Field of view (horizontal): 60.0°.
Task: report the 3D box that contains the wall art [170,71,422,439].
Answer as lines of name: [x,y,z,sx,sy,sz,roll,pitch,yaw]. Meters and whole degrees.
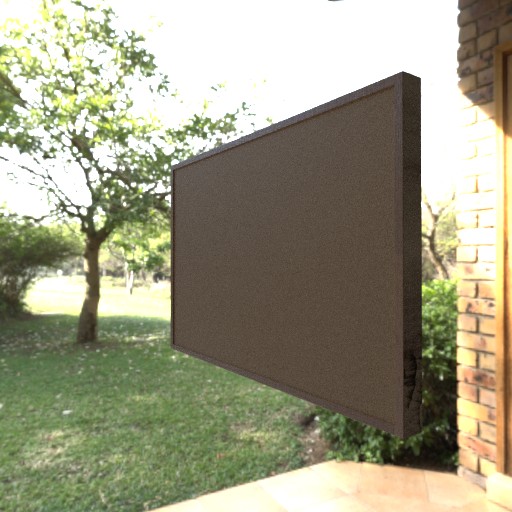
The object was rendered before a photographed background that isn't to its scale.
wall art: [0.000,0.000,0.749,0.035,0.407,0.613,0,-1,-35]
